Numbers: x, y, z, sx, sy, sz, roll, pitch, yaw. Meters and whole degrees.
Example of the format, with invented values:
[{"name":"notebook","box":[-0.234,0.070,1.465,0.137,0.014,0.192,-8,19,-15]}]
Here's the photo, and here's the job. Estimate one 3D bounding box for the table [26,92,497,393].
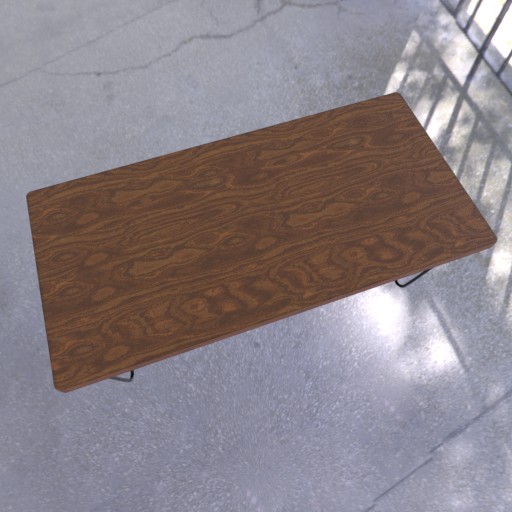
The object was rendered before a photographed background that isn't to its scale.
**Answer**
[{"name":"table","box":[0.000,0.000,2.190,1.791,0.753,0.883,-18,65,-8]}]
